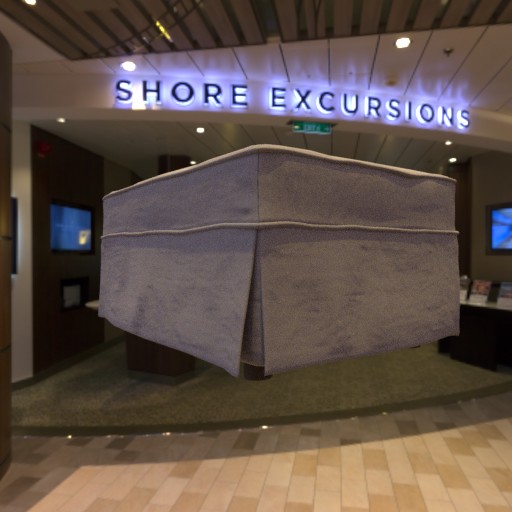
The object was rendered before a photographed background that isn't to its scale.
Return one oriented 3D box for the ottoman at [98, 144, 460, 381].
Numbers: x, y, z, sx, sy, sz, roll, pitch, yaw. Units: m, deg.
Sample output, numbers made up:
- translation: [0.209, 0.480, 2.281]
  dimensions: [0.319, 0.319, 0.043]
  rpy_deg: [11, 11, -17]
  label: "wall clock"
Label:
- translation: [0.000, 0.000, 1.305]
  dimensions: [0.703, 0.479, 0.944]
  rpy_deg: [0, 1, -36]
  label: "ottoman"
